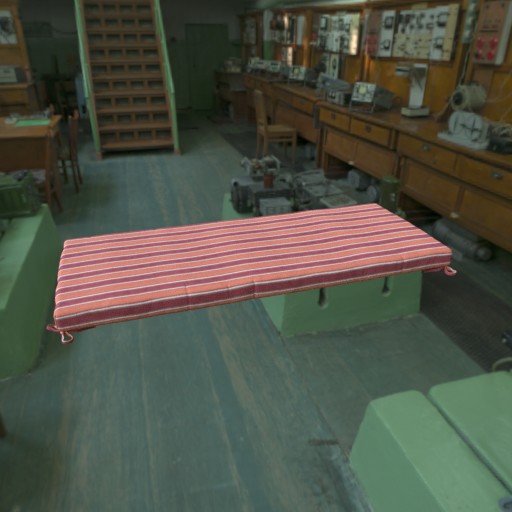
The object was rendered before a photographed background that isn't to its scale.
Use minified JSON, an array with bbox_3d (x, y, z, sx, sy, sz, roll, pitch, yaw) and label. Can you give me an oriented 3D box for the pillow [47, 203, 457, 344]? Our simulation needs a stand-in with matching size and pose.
[{"bbox_3d":[0.000,0.000,1.387,1.187,0.081,0.492,-8,28,-16],"label":"pillow"}]
